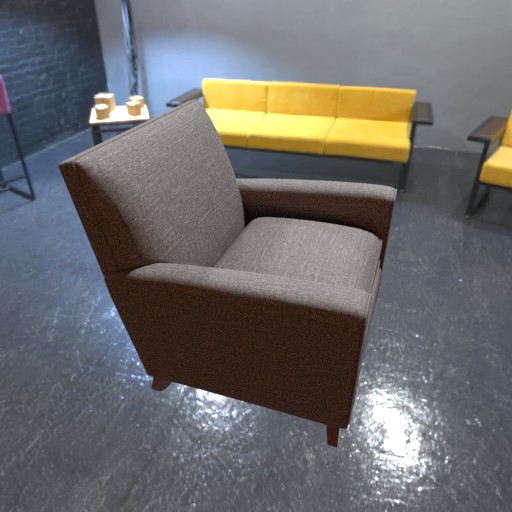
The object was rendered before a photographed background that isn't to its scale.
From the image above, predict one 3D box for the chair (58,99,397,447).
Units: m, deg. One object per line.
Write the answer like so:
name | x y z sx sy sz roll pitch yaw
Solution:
chair | 0.000 0.000 1.608 0.875 0.885 0.838 11 34 17
